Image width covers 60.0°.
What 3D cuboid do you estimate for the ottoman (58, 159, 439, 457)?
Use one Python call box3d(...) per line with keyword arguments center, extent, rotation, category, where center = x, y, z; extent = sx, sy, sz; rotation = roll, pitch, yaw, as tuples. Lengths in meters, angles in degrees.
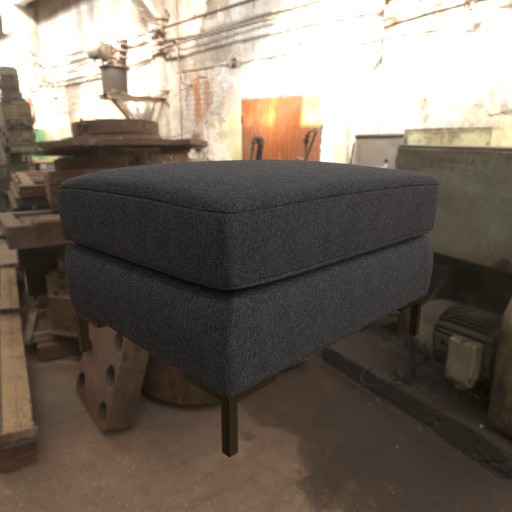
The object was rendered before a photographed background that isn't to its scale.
box3d(center=(0.000, 0.000, 1.267), extent=(0.695, 0.533, 0.831), rotation=(14, 19, 43), category="ottoman")
